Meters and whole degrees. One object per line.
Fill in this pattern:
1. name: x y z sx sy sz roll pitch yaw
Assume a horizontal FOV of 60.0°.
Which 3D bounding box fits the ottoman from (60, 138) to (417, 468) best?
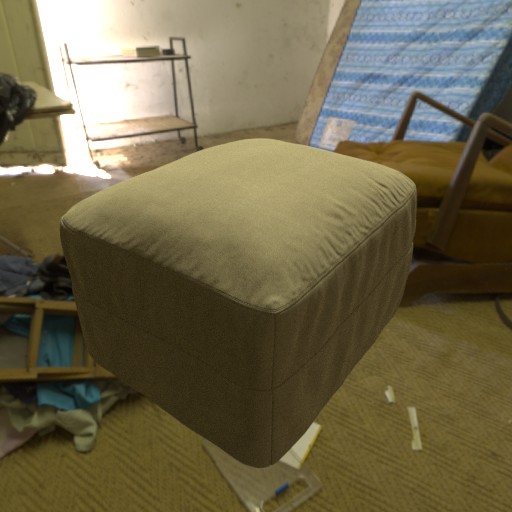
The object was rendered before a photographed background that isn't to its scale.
1. ottoman: 0.000 0.000 1.067 0.584 0.480 0.712 19 33 31
